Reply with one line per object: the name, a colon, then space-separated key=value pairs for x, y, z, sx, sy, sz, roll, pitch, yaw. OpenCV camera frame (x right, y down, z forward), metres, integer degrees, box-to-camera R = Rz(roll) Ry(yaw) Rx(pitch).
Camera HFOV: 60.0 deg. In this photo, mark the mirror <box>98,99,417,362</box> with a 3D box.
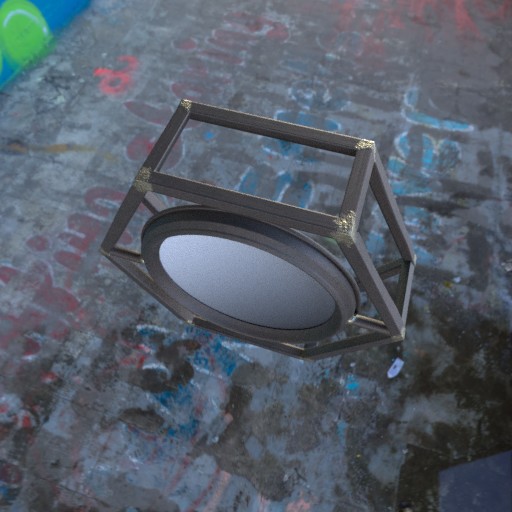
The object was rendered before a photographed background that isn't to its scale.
mirror: x=0.000 y=0.000 z=0.550 sx=0.380 sy=0.334 sz=0.119 roll=15 pitch=60 yaw=9
